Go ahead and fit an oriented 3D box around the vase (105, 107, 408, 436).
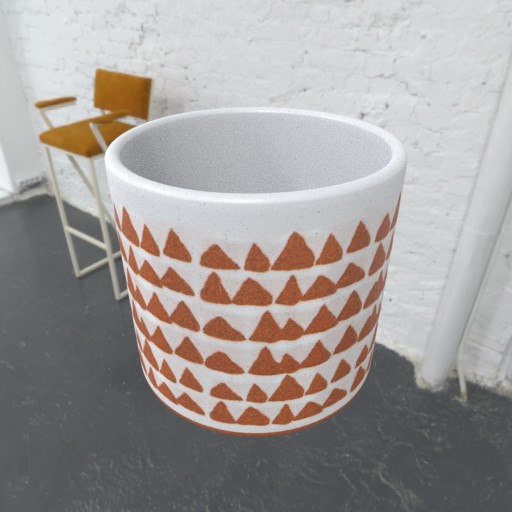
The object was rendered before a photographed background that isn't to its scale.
[{"bbox_3d":[0.000,0.000,0.239,0.137,0.127,0.137,0,31,0],"label":"vase"}]
